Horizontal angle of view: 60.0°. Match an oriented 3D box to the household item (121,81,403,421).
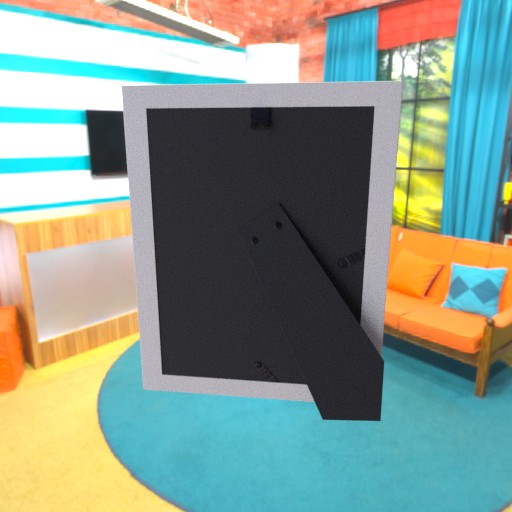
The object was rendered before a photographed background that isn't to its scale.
[{"bbox_3d":[0.000,0.000,0.341,0.200,0.250,0.045,2,15,7],"label":"household item"}]
